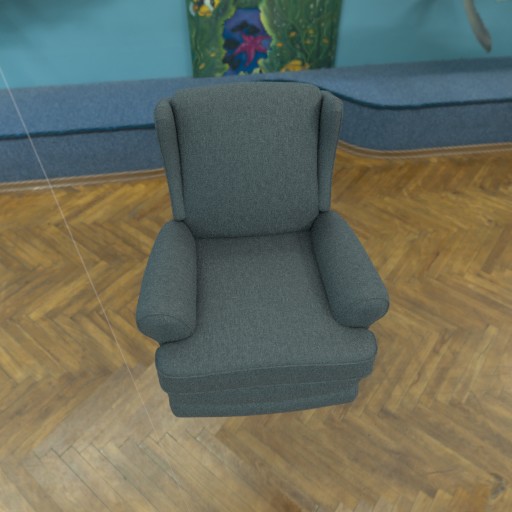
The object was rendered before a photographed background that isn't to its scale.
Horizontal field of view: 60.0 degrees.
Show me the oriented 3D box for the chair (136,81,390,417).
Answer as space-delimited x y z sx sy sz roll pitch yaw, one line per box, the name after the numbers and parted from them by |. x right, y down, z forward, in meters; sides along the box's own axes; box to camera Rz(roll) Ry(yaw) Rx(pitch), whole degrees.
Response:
0.000 0.000 1.718 0.847 1.011 0.969 -4 47 -4 | chair
